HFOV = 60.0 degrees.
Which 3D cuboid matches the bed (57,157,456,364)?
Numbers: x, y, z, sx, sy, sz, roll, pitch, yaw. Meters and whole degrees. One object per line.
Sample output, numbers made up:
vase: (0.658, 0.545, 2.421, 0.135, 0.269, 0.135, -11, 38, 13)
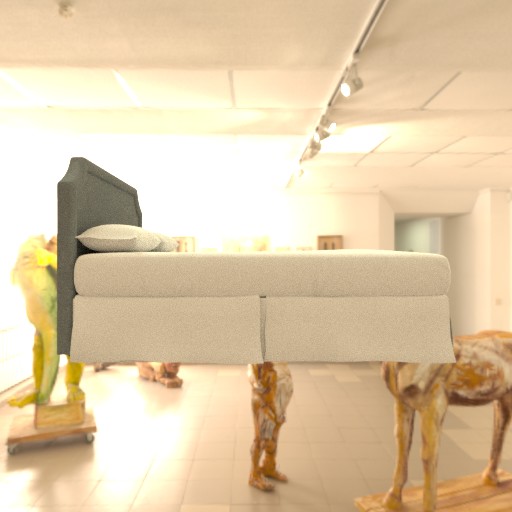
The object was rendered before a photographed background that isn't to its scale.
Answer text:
bed: (0.000, 0.000, 3.613, 2.464, 1.306, 1.977, 0, 0, -1)
